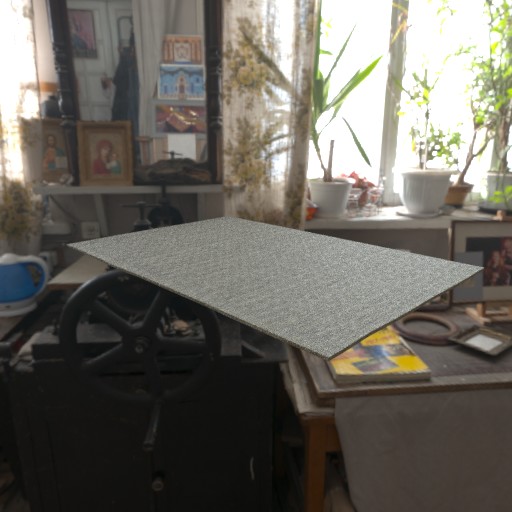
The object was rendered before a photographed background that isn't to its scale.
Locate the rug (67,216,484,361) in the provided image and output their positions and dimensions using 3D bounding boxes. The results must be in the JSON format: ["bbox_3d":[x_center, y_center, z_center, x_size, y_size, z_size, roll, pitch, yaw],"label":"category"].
[{"bbox_3d":[0.000,0.000,2.883,1.532,0.018,2.297,-15,22,-43],"label":"rug"}]
